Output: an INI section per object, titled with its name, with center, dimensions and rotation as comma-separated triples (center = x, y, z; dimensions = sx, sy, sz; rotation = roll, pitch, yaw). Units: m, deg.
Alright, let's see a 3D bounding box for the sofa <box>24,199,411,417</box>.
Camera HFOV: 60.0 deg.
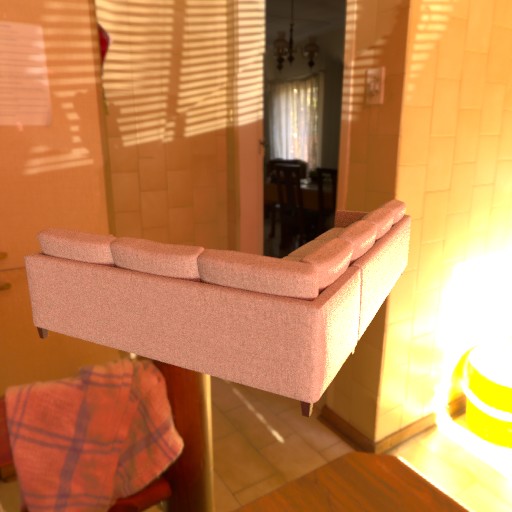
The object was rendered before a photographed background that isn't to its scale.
[sofa]
center = 0.000, 0.000, 4.442
dimensions = 2.522, 0.934, 3.333
rotation = 8, 17, 26
